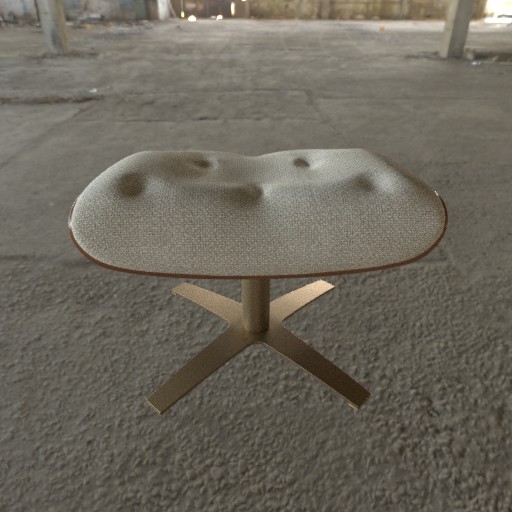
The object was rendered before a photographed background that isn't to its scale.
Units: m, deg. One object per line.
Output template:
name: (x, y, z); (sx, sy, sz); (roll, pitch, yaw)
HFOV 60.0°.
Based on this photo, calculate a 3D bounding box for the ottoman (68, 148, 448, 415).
ottoman: (0.000, 0.000, 0.826); (0.520, 0.391, 0.394); (-1, 30, -2)
